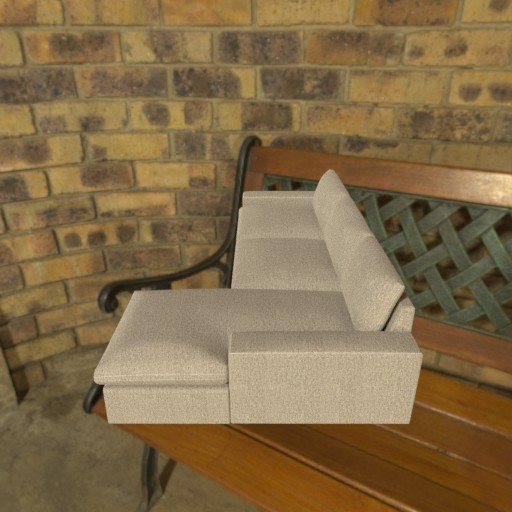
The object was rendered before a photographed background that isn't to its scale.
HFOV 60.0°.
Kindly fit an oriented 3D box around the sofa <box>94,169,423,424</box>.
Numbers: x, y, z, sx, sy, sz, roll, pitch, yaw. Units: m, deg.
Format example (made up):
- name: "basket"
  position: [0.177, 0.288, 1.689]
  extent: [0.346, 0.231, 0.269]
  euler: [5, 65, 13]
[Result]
- name: "sofa"
  position: [0.000, 0.000, 3.486]
  extent: [1.689, 0.813, 2.718]
  euler: [0, 26, 0]
